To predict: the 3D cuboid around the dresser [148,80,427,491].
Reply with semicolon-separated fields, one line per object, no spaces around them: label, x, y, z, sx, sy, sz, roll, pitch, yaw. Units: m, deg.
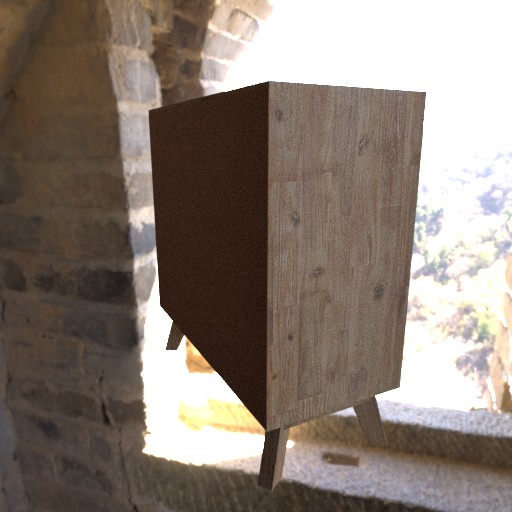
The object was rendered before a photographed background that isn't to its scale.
dresser;0.000;0.000;1.570;0.455;1.029;0.998;-7;16;-26
